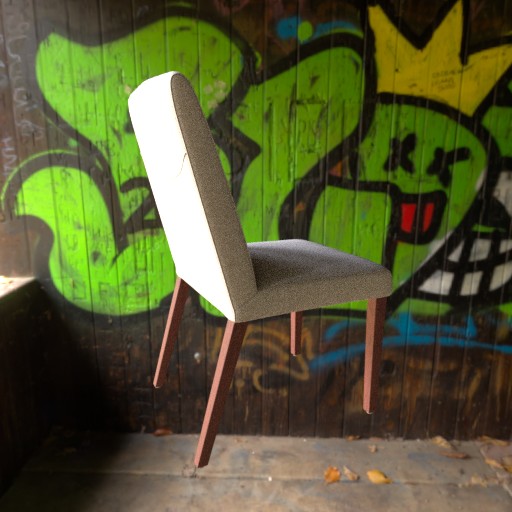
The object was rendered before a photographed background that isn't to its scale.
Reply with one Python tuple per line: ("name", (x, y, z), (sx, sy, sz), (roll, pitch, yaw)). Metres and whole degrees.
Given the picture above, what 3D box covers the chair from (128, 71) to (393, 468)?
("chair", (0.000, 0.000, 1.252), (0.594, 0.900, 0.480), (-6, 15, -25))
